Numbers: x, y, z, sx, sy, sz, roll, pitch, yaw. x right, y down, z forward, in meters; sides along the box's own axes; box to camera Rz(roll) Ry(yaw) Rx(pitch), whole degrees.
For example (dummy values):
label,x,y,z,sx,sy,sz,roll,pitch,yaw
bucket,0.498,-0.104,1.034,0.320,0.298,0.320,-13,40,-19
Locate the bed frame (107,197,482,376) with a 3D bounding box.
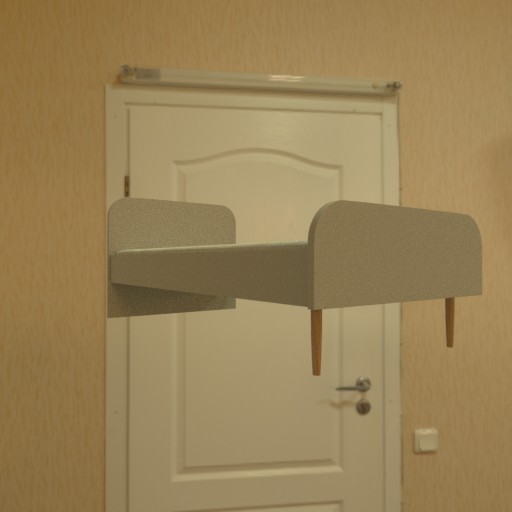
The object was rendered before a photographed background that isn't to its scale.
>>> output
label,x,y,z,sx,sy,sz,roll,pitch,yaw
bed frame,0.000,0.000,2.421,0.998,0.805,1.963,0,-1,-36
